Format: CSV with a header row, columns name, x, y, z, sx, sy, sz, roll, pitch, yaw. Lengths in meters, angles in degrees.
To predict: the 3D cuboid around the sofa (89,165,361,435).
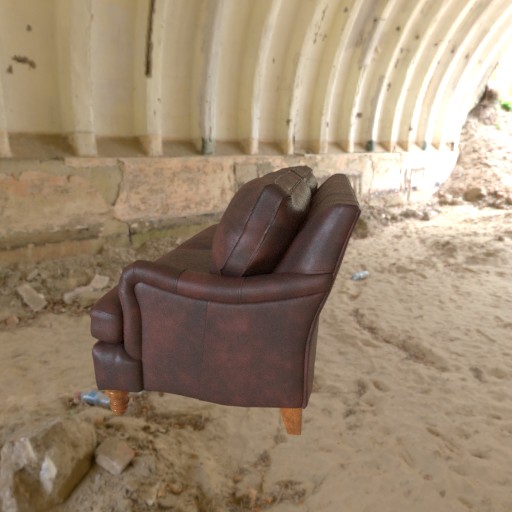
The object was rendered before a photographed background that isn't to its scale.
name,x,y,z,sx,sy,sz,roll,pitch,yaw
sofa,0.000,0.000,2.796,1.147,1.071,2.144,2,14,9
